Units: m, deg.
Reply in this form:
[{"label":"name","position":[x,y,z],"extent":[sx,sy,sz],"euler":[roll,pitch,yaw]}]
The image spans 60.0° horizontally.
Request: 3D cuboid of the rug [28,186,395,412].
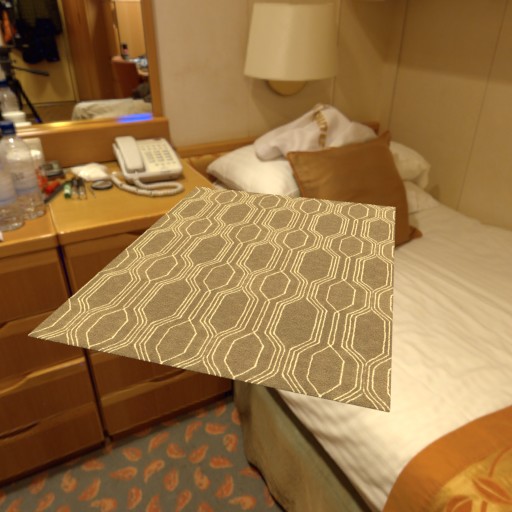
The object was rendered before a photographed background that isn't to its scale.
[{"label":"rug","position":[0.000,0.000,4.093],"extent":[2.457,0.012,3.062],"euler":[8,30,14]}]
